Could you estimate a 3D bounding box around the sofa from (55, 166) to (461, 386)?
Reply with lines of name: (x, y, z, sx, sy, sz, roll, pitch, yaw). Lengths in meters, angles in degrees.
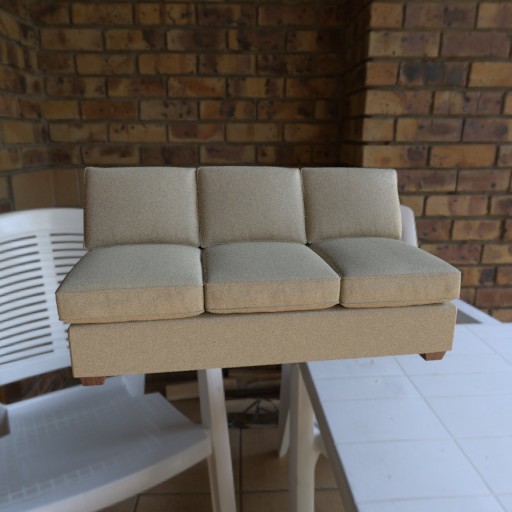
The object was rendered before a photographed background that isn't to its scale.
sofa: (0.000, 0.000, 2.528, 1.962, 0.973, 1.027, -2, 15, -8)
